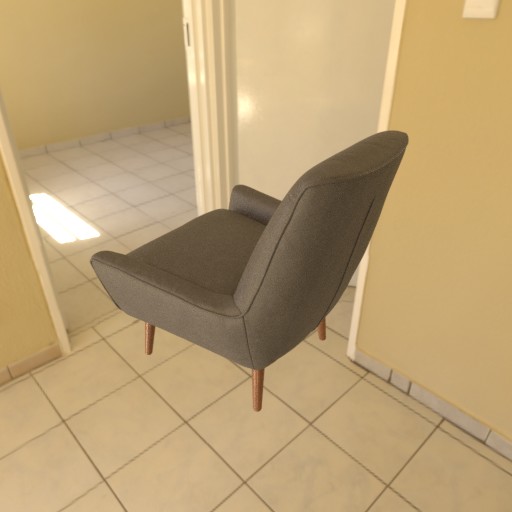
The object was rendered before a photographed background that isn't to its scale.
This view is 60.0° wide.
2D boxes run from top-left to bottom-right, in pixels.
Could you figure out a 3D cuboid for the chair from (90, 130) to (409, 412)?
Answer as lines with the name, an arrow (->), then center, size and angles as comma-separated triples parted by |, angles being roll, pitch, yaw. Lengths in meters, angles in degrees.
chair -> 0.000, 0.000, 1.524 | 0.822, 0.888, 0.787 | 21, 37, 31
